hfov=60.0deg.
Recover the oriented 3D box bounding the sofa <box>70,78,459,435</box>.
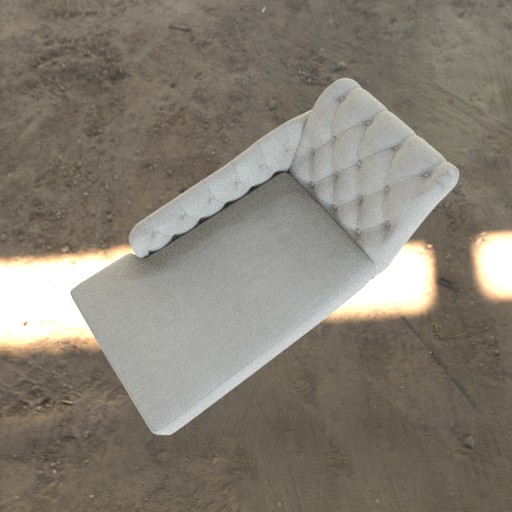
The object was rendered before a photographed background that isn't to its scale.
[{"bbox_3d":[0.000,0.000,1.805,1.379,0.787,0.675,-34,68,-15],"label":"sofa"}]
